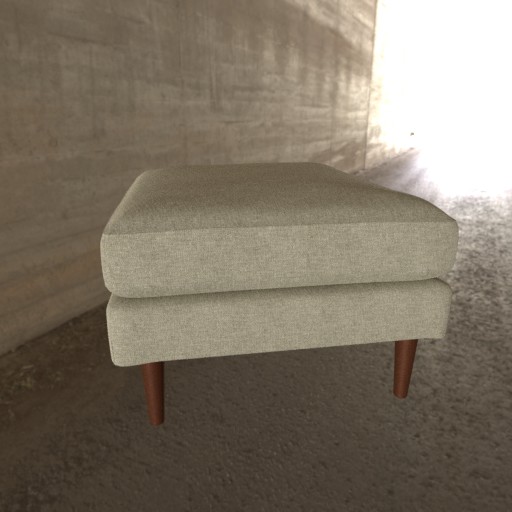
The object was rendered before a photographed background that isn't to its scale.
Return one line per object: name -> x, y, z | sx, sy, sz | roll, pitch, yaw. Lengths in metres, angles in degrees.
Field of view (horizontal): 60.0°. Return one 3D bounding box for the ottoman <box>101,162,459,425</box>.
ottoman -> 0.000, 0.000, 1.237 | 0.693, 0.474, 0.821 | -3, 18, -9
